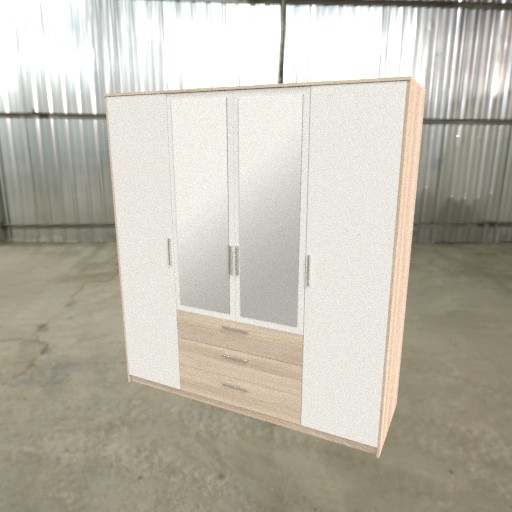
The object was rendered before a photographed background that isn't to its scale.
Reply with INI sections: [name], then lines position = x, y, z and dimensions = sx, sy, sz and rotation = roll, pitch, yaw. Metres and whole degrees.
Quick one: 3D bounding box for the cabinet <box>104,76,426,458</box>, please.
[cabinet]
position = 0.000, 0.000, 2.944
dimensions = 1.870, 2.060, 0.620
rotation = 7, 16, 25
